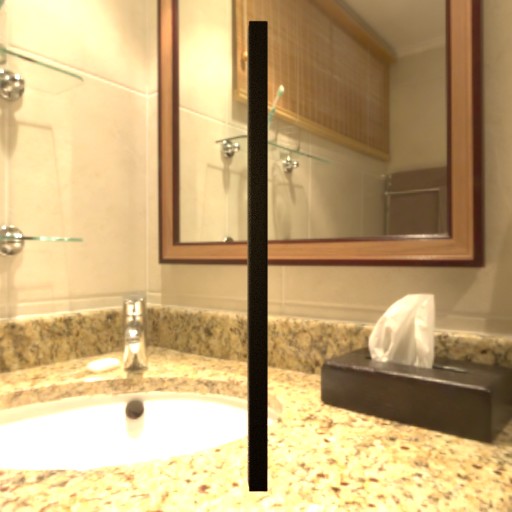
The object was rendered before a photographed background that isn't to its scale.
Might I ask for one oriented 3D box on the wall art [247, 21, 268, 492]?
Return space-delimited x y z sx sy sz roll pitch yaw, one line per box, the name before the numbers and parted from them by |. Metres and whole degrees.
wall art | 0.000 0.000 1.596 0.053 1.194 0.950 0 0 0
